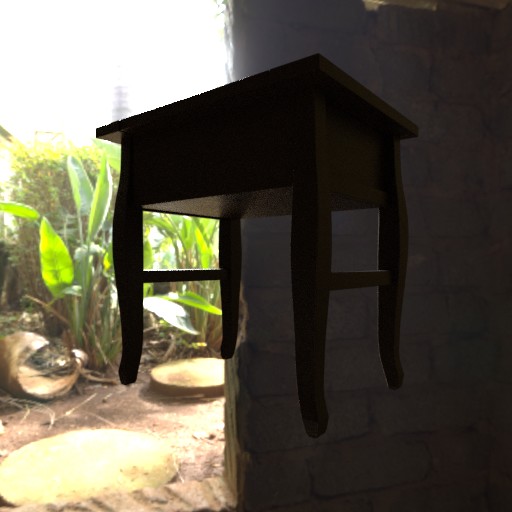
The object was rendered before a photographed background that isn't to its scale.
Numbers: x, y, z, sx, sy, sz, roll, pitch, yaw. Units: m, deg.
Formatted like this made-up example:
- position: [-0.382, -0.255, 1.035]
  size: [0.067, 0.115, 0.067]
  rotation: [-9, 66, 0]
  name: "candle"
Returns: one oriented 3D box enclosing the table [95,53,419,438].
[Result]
- position: [0.000, 0.000, 1.031]
  size: [0.602, 0.605, 0.460]
  rotation: [-1, -1, 38]
  name: "table"
